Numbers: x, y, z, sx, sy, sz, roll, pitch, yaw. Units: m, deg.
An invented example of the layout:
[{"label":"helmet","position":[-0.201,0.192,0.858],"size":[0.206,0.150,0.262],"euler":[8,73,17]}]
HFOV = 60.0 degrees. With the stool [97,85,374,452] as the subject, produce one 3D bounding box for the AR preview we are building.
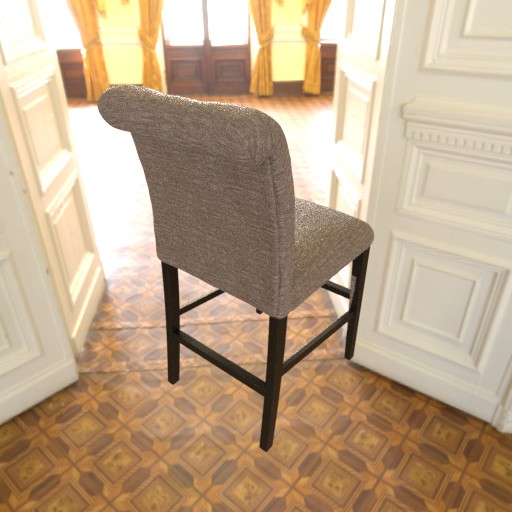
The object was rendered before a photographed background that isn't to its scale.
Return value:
[{"label":"stool","position":[0.000,0.000,1.291],"size":[0.457,0.970,0.611],"euler":[23,38,33]}]
